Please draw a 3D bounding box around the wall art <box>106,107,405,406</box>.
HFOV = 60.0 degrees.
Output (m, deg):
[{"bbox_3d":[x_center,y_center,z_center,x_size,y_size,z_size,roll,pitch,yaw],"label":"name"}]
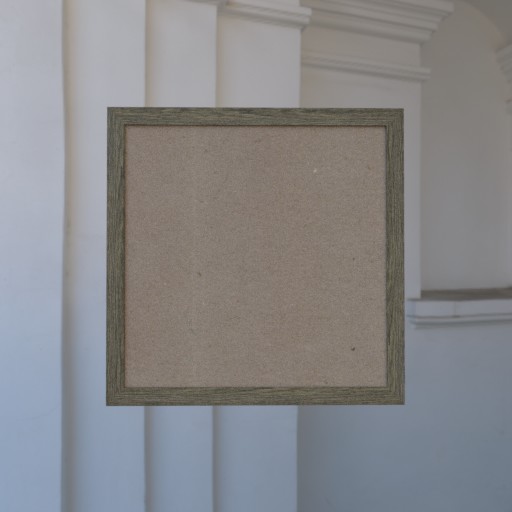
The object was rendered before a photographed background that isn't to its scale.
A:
[{"bbox_3d":[0.000,0.000,0.765,0.508,0.508,0.019,0,-1,-1],"label":"wall art"}]
